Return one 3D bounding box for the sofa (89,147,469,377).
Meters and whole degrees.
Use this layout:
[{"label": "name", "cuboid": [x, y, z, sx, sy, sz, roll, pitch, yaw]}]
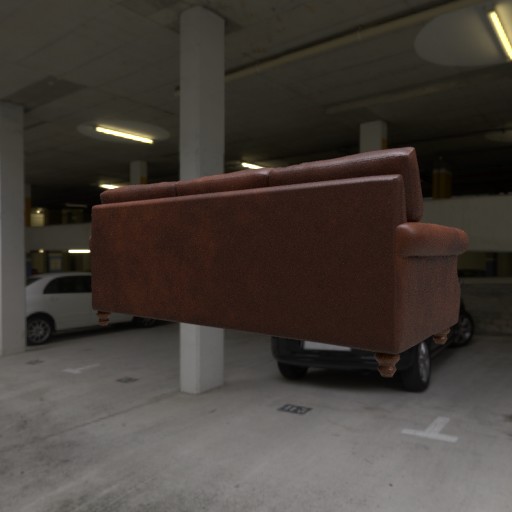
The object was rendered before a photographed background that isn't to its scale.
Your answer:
[{"label": "sofa", "cuboid": [0.000, 0.000, 2.788, 2.351, 0.977, 0.973, 1, 1, 37]}]
